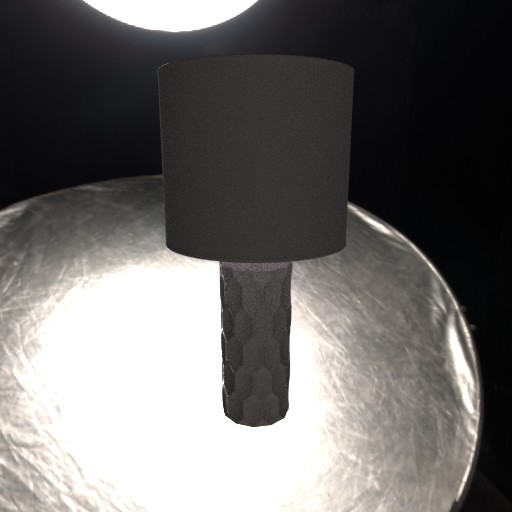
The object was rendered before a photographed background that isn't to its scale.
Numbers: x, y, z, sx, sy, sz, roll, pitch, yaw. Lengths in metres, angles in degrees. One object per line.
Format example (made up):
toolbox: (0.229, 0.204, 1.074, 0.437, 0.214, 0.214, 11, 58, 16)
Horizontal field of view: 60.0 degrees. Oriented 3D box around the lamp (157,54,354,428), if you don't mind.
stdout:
lamp: (0.000, 0.000, 0.698, 0.277, 0.537, 0.277, -3, 14, -11)
